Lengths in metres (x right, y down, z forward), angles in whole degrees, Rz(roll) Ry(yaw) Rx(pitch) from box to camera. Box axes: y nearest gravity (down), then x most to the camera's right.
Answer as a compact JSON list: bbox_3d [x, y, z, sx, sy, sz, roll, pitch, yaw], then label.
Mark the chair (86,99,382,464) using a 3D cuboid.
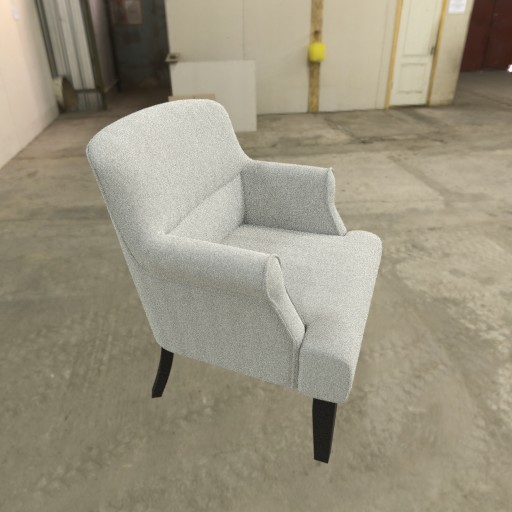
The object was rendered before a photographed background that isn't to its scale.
[{"bbox_3d":[0.000,0.000,1.430,0.750,0.875,0.781,10,31,17],"label":"chair"}]
